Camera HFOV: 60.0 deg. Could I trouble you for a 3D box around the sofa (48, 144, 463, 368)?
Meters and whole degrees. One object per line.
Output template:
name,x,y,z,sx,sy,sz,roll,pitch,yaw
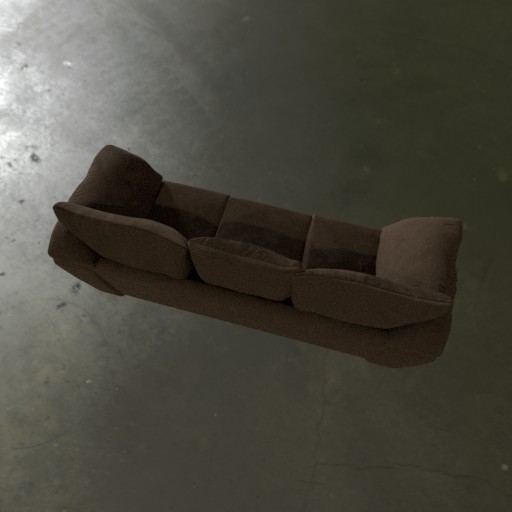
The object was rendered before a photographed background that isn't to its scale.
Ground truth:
sofa,0.000,0.000,2.815,2.336,1.015,0.878,14,65,7
